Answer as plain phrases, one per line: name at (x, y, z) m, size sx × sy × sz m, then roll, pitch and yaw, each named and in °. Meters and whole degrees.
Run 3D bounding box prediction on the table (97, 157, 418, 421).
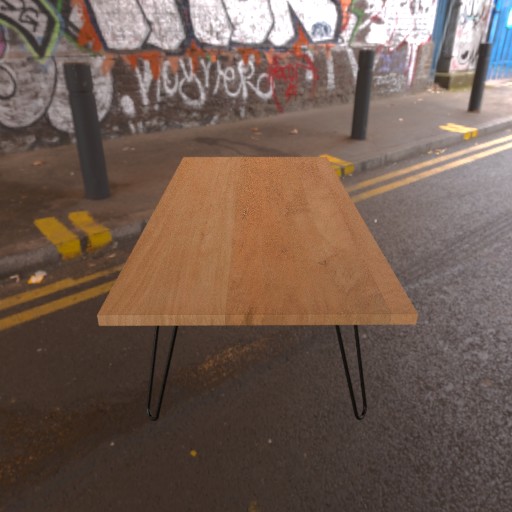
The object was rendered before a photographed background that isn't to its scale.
table at (0.000, 0.000, 1.653) m, size 0.699 × 0.400 × 1.348 m, roll 0°, pitch 27°, yaw 0°
